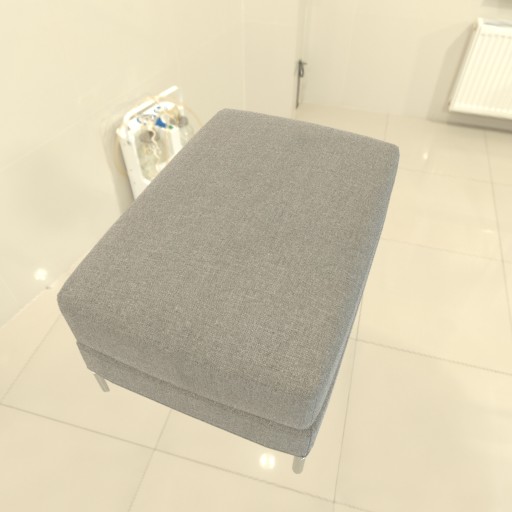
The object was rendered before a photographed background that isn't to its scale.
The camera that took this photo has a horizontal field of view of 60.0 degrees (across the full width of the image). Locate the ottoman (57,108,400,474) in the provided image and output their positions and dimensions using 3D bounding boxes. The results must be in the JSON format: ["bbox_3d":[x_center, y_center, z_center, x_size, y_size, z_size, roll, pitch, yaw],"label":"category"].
[{"bbox_3d":[0.000,0.000,1.181,0.584,0.457,0.838,17,50,15],"label":"ottoman"}]
